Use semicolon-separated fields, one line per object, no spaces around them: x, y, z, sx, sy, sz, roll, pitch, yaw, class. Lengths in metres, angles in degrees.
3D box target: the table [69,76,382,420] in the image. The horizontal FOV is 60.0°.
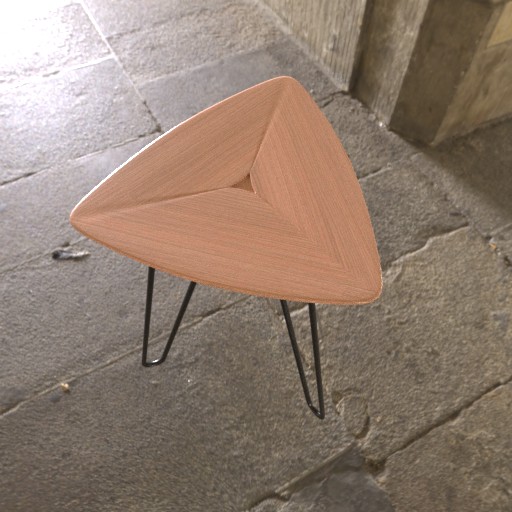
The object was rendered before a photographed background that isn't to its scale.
0.000;0.000;0.908;0.442;0.564;0.455;14;59;9;table
